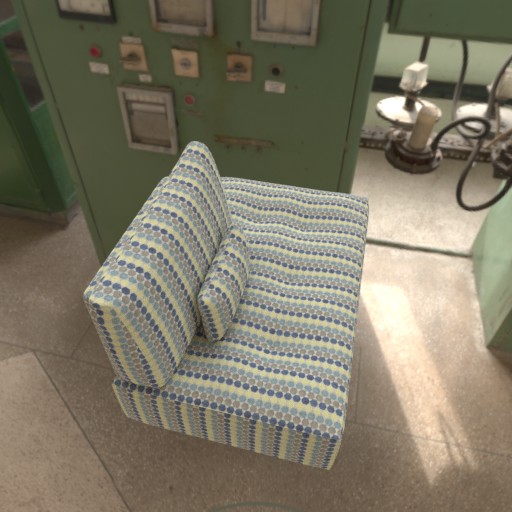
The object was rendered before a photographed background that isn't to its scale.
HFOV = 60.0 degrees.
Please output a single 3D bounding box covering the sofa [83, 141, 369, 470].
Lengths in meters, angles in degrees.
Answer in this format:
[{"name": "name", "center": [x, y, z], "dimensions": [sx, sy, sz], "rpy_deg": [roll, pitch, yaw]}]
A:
[{"name": "sofa", "center": [0.000, 0.000, 2.047], "dimensions": [1.000, 0.820, 1.450], "rpy_deg": [10, 46, 10]}]
